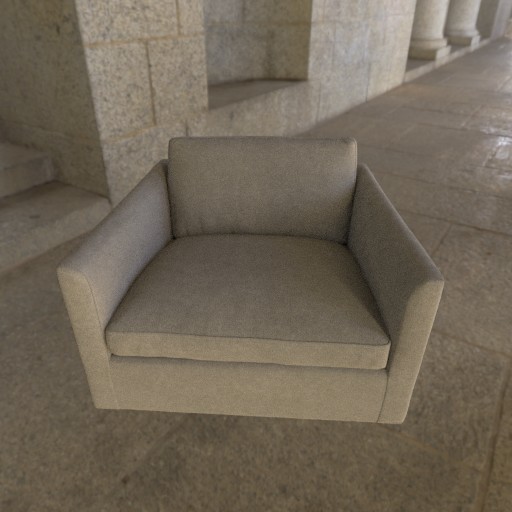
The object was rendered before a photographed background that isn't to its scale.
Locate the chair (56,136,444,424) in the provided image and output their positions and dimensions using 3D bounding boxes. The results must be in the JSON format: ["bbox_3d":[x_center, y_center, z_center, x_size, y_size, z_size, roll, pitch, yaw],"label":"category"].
[{"bbox_3d":[0.000,0.000,1.903,1.190,0.845,1.091,2,31,3],"label":"chair"}]
